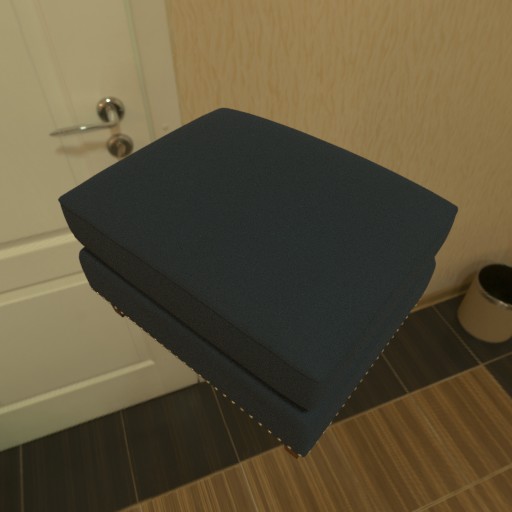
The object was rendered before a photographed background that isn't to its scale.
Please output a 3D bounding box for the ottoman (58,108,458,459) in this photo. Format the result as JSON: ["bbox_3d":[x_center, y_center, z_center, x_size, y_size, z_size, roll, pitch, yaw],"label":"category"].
[{"bbox_3d":[0.000,0.000,1.133,0.741,0.513,0.584,31,53,26],"label":"ottoman"}]
